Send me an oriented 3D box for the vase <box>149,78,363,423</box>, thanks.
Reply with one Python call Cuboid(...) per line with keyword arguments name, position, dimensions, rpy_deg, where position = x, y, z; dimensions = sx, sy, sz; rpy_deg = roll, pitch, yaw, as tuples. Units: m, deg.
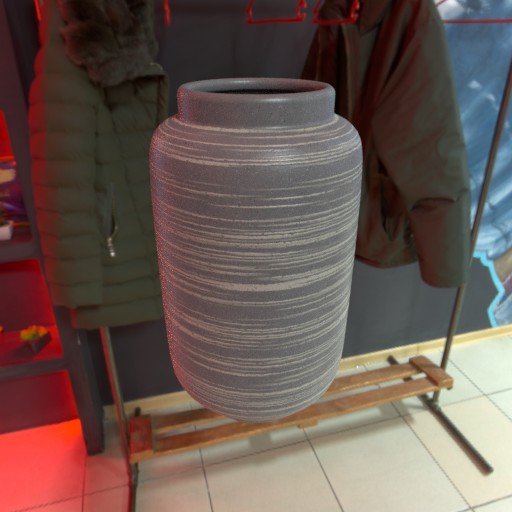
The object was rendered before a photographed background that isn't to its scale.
Cuboid(name="vase", position=(0.000, 0.000, 0.689), dimensions=(0.297, 0.499, 0.297), rpy_deg=(0, 27, 0))
